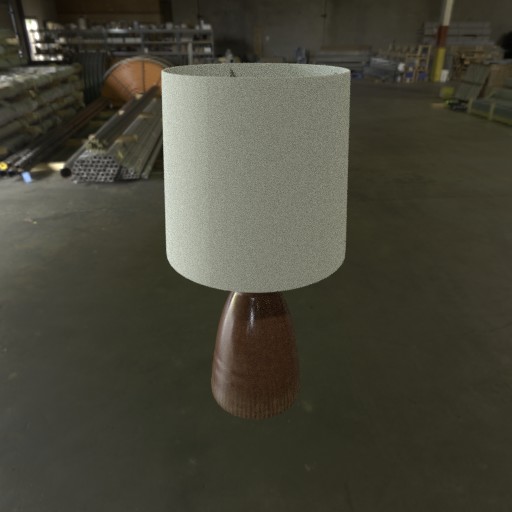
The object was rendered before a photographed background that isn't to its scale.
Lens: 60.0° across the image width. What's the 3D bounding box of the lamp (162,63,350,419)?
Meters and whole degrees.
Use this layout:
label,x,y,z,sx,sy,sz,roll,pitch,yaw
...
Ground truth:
label,x,y,z,sx,sy,sz,roll,pitch,yaw
lamp,0.000,0.000,0.474,0.186,0.369,0.186,0,27,0
